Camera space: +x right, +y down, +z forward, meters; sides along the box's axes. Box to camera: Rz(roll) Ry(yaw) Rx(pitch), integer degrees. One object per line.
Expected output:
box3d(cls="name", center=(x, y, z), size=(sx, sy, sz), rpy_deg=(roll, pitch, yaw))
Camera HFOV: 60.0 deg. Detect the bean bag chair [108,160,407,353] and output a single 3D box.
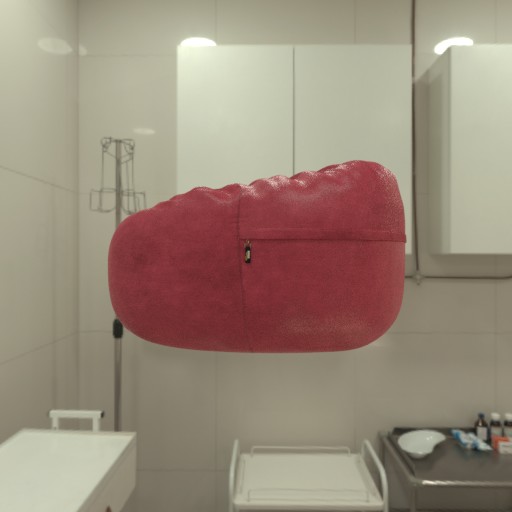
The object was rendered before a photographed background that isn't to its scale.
box3d(cls="bean bag chair", center=(0.000, 0.000, 2.414), size=(1.524, 0.878, 1.524), rpy_deg=(0, 0, 1))
